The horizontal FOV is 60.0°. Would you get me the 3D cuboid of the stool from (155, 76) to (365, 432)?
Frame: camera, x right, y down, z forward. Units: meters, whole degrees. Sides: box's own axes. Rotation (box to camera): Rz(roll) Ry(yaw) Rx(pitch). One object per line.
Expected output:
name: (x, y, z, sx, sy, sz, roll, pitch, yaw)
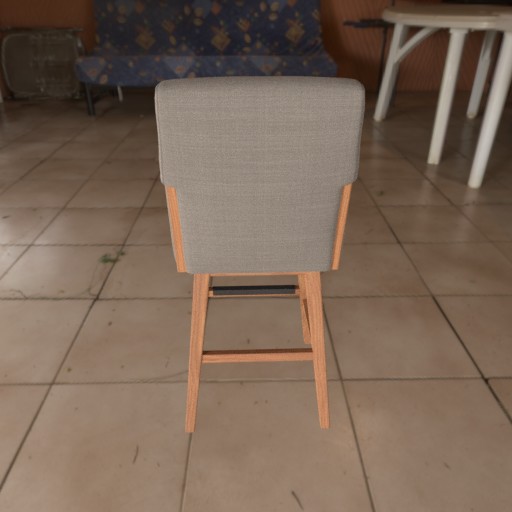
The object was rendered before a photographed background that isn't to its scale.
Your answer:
stool: (0.000, 0.000, 1.373, 0.483, 1.112, 0.570, -1, 30, -2)
